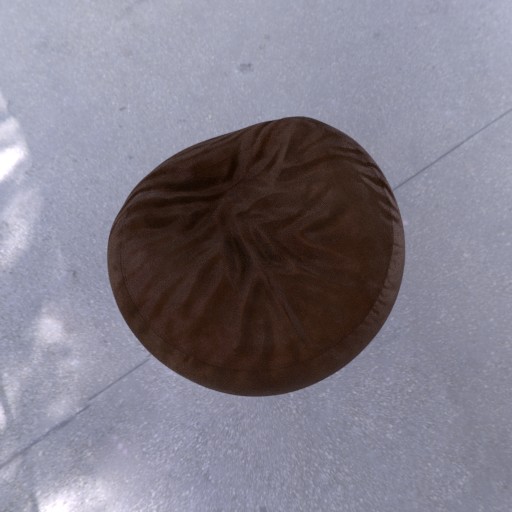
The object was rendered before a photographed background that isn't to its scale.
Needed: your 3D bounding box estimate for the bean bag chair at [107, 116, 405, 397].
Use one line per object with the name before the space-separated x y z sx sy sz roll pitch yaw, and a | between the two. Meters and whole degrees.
bean bag chair | 0.000 0.000 1.512 0.918 0.616 0.918 0 75 0
